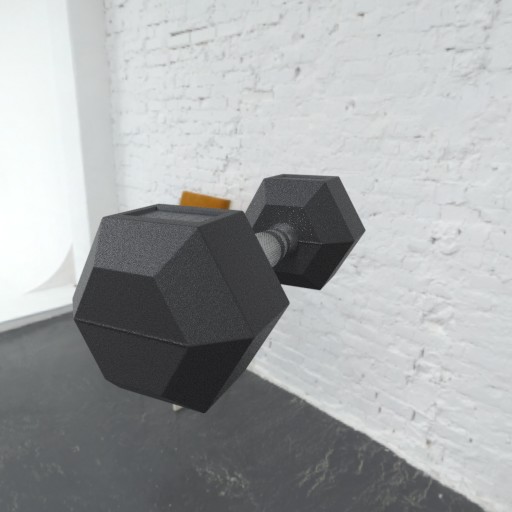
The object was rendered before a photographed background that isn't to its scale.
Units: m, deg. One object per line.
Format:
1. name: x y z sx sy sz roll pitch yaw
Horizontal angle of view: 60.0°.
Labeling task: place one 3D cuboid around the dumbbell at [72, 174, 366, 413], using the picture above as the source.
1. dumbbell: 0.000 0.000 0.415 0.141 0.123 0.356 7 18 24
